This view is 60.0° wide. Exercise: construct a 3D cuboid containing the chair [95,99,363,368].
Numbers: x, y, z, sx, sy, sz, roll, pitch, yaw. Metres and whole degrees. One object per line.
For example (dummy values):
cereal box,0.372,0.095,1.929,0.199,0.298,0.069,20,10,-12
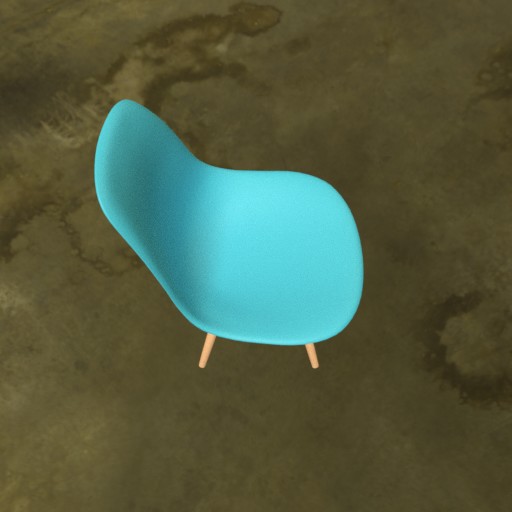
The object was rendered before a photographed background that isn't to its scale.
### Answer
chair,0.000,0.000,1.108,0.531,0.826,0.470,1,64,0
